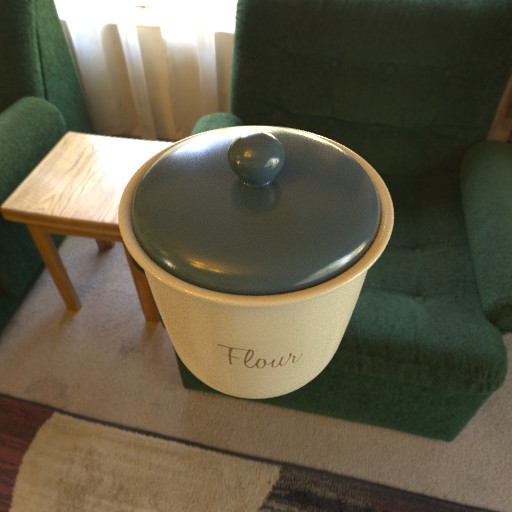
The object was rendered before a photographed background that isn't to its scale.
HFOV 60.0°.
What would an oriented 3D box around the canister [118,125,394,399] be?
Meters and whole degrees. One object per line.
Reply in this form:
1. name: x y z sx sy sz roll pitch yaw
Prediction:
1. canister: 0.000 0.000 0.341 0.182 0.208 0.182 0 47 0
